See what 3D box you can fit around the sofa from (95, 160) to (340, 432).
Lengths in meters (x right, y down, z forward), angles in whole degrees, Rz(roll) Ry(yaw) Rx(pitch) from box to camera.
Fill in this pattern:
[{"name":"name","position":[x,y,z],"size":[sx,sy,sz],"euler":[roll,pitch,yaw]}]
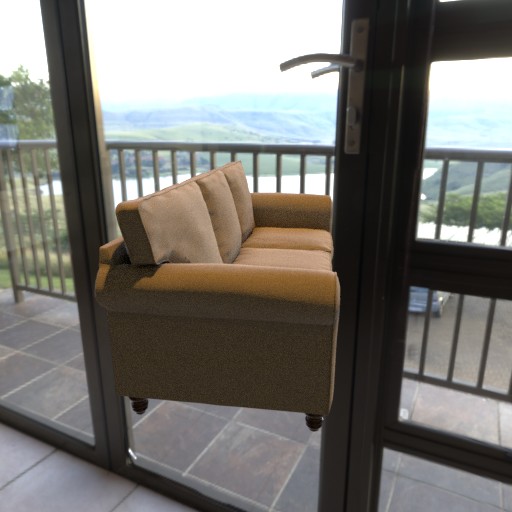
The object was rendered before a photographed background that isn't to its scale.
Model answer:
[{"name":"sofa","position":[0.000,0.000,2.596],"size":[0.916,0.961,2.084],"euler":[2,16,8]}]
